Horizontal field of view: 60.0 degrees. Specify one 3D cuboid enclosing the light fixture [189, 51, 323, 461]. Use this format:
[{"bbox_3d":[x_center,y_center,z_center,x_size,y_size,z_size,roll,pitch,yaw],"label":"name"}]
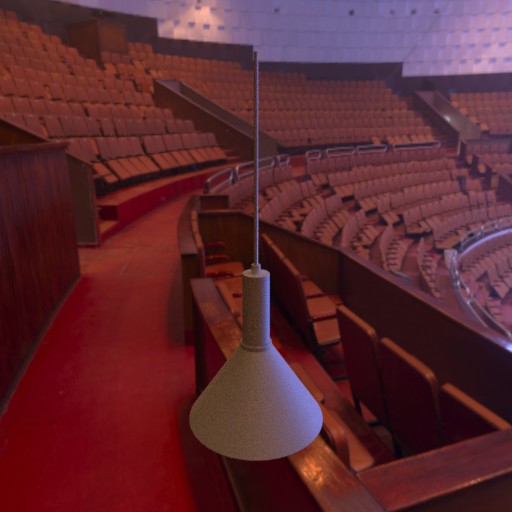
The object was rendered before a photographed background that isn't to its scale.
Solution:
[{"bbox_3d":[0.000,0.000,0.806,0.267,0.683,0.267,-8,18,-26],"label":"light fixture"}]
